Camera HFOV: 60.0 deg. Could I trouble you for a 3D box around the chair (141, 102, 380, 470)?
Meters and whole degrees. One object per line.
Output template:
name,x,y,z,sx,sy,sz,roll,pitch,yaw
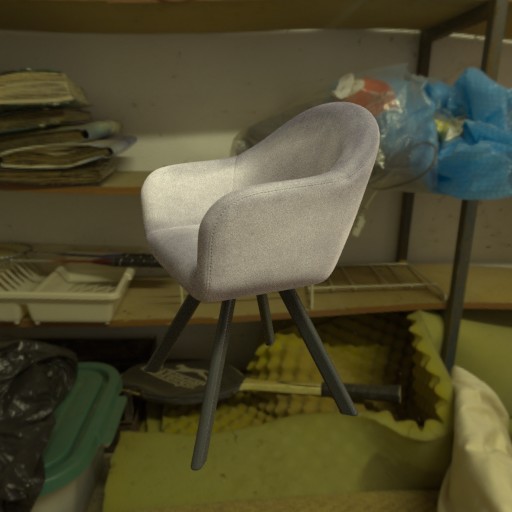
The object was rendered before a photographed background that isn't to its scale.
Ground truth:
chair,0.000,0.000,1.170,0.540,0.780,0.570,-8,18,-25
